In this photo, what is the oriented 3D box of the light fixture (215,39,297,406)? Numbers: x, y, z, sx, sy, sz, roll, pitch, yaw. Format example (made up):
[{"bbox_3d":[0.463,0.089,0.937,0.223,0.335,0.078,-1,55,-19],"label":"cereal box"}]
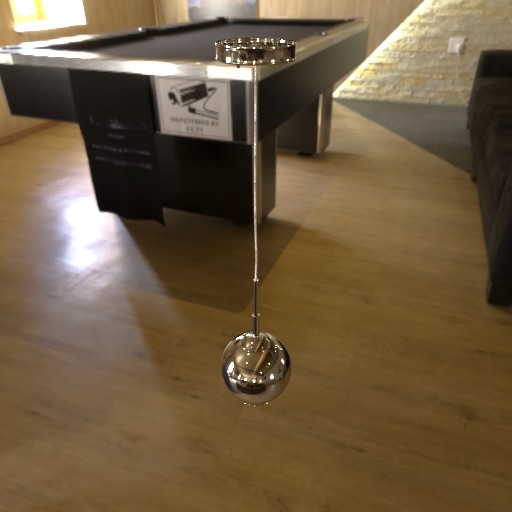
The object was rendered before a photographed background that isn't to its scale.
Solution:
[{"bbox_3d":[0.000,0.000,1.758,0.336,1.538,0.336,21,38,30],"label":"light fixture"}]
